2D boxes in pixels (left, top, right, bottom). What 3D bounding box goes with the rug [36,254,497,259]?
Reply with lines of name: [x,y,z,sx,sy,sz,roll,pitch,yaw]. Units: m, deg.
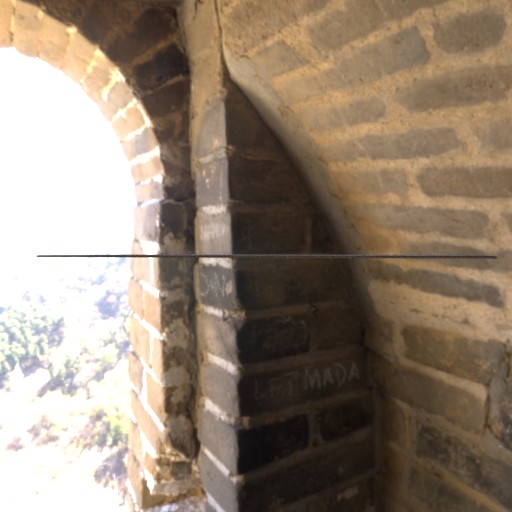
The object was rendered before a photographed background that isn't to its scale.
rug: [0.000,0.000,2.635,2.388,0.012,0.864,0,0,16]
